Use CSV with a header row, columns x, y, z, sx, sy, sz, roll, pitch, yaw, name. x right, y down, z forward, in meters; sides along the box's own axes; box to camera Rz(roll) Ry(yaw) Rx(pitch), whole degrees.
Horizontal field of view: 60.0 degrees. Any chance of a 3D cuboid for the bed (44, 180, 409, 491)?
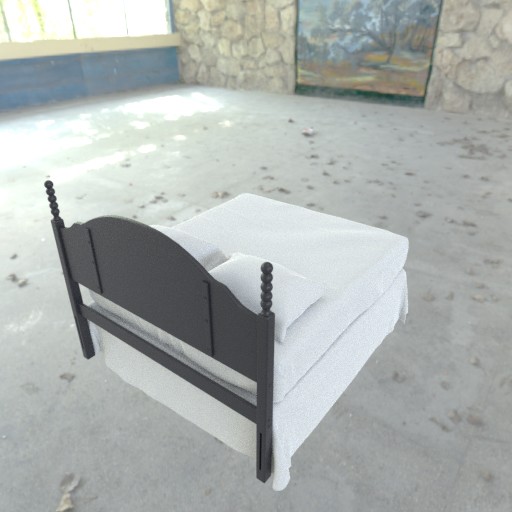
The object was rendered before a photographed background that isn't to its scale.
x,y,z,sx,sy,sz,roll,pitch,yaw,name
0.000,0.000,3.204,1.873,1.356,2.040,20,35,32,bed
